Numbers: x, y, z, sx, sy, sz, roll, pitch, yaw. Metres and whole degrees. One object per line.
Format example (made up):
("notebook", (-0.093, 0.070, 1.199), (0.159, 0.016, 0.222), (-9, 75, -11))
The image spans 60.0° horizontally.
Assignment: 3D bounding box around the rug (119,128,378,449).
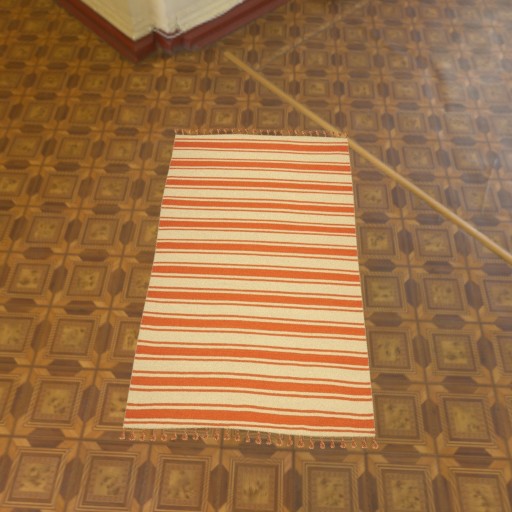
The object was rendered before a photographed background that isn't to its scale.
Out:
("rug", (0.000, 0.000, 2.629), (1.232, 0.017, 2.092), (2, 60, 1))
